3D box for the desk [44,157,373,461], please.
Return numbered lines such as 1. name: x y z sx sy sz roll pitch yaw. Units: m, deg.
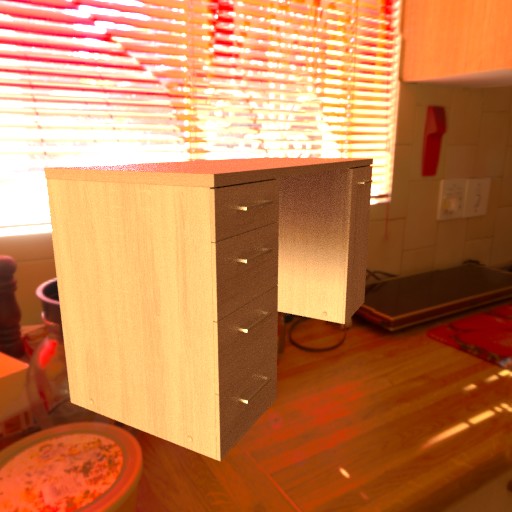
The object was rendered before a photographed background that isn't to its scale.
1. desk: 0.000 0.000 1.783 0.600 0.740 1.390 8 16 28
